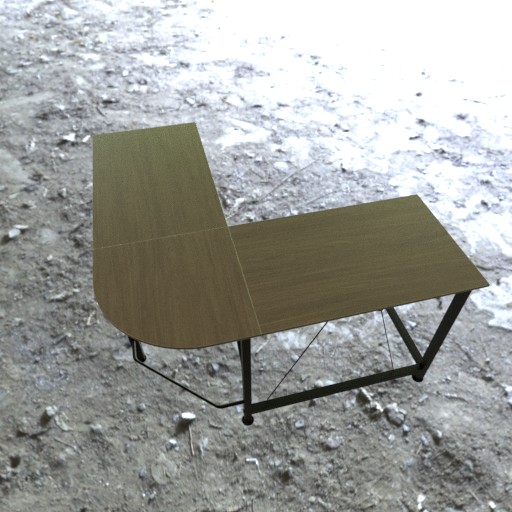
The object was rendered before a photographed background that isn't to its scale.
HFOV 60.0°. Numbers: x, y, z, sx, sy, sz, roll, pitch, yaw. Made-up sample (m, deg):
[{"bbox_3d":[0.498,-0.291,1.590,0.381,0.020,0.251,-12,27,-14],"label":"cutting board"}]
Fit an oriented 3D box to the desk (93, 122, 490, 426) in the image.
[{"bbox_3d":[0.000,0.000,2.235,1.400,0.762,1.400,-10,47,-10],"label":"desk"}]
